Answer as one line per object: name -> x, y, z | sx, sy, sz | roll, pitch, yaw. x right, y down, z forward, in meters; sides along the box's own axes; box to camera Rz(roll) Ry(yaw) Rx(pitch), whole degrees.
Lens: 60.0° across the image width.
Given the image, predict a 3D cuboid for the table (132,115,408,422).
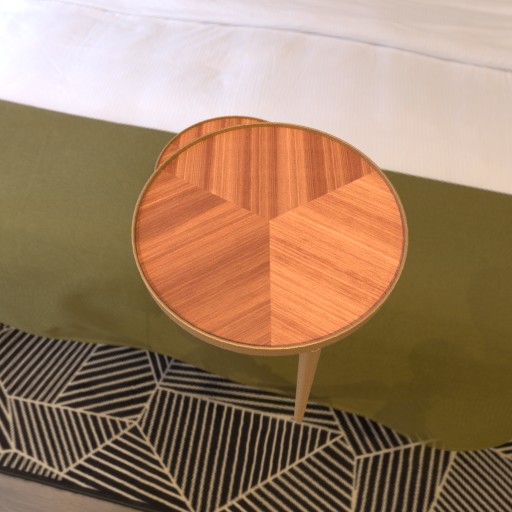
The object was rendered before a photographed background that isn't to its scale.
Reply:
table -> 0.000, 0.000, 1.141 | 0.532, 0.555, 0.751 | -16, 60, -9
